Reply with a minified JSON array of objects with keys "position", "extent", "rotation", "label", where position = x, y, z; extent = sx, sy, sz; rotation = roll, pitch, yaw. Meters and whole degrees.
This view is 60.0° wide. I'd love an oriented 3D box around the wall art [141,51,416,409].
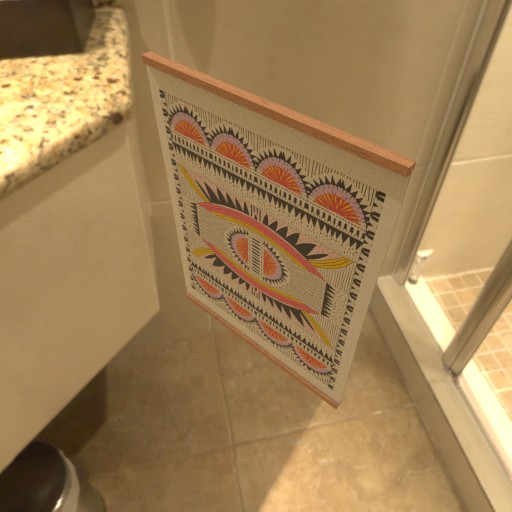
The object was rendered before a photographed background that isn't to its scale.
[{"position":[0.000,0.000,1.353],"extent":[0.765,1.016,0.028],"rotation":[32,54,26],"label":"wall art"}]
